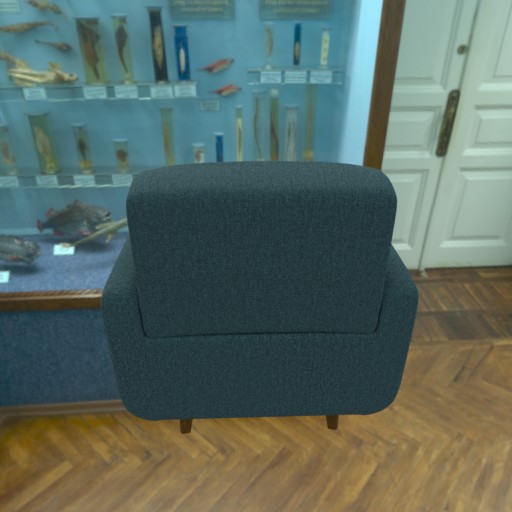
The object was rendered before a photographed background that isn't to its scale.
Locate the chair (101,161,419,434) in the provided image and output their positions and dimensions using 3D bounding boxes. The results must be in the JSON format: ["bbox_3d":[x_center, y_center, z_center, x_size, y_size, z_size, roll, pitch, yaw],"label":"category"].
[{"bbox_3d":[0.000,0.000,1.642,0.880,0.940,0.964,-1,30,-2],"label":"chair"}]
